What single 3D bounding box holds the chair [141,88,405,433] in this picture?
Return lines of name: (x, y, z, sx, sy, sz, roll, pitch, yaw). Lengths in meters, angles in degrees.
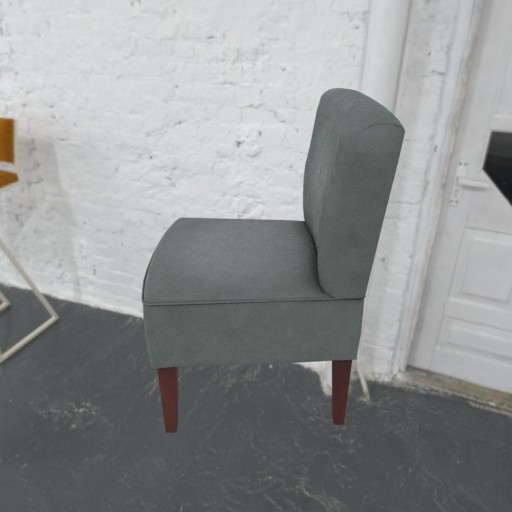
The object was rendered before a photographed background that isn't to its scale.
chair: (0.000, 0.000, 1.181, 0.554, 0.806, 0.521, 0, 27, 0)
